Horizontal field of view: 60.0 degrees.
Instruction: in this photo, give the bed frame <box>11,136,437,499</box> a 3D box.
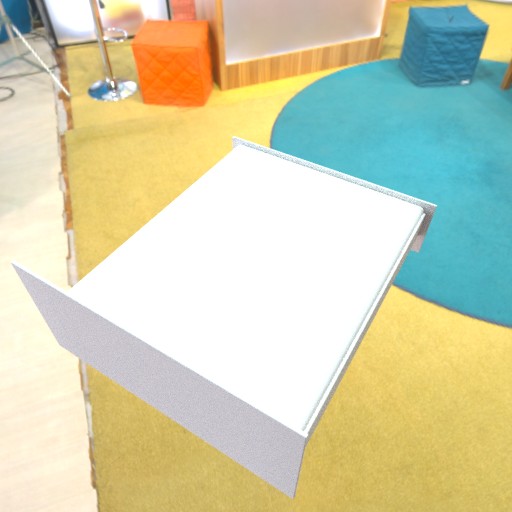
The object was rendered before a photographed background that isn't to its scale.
[{"bbox_3d":[0.000,0.000,2.877,1.720,0.800,2.060,24,51,21],"label":"bed frame"}]
